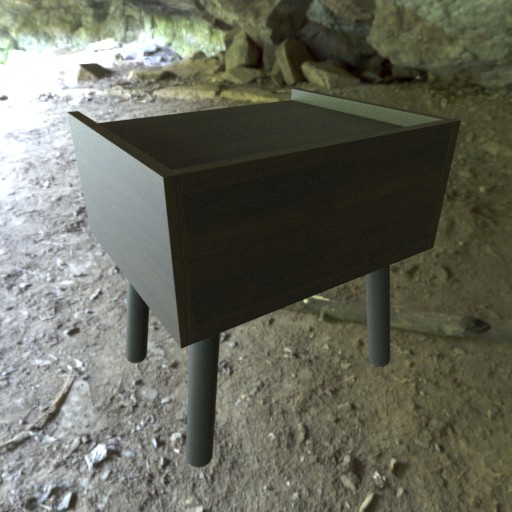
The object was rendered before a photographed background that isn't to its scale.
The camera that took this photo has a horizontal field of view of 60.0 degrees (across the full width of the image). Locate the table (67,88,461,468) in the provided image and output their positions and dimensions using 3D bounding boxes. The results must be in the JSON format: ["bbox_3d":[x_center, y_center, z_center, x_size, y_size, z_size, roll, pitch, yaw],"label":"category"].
[{"bbox_3d":[0.000,0.000,0.766,0.450,0.470,0.370,-18,33,-29],"label":"table"}]
